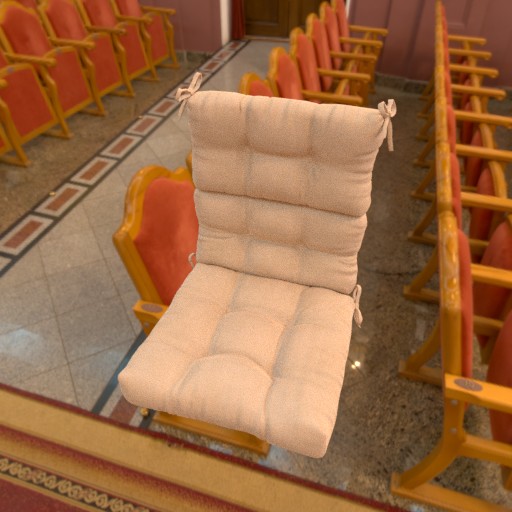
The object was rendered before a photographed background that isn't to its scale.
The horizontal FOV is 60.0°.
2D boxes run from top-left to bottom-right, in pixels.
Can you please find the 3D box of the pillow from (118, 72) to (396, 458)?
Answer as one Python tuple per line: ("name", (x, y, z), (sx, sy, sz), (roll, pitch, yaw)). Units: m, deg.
("pillow", (0.000, 0.000, 0.995), (0.519, 0.605, 0.571), (11, 41, 14))
